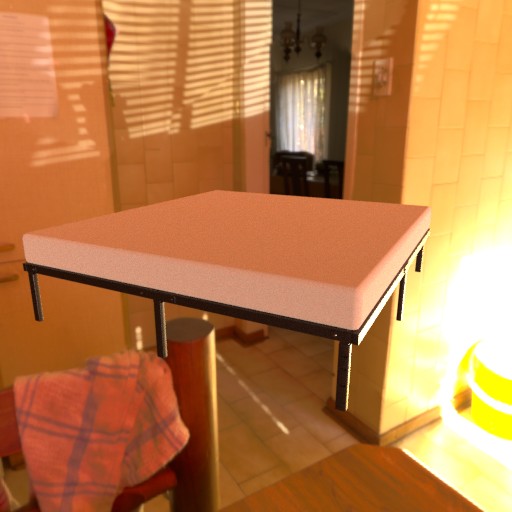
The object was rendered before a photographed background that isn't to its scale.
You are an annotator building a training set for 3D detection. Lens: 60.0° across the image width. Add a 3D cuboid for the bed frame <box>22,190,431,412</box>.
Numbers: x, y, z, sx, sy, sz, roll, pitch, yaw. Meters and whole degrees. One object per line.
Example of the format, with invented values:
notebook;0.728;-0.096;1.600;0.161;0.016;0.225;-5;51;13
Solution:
bed frame;0.000;0.000;3.855;2.526;0.680;2.635;8;18;27
